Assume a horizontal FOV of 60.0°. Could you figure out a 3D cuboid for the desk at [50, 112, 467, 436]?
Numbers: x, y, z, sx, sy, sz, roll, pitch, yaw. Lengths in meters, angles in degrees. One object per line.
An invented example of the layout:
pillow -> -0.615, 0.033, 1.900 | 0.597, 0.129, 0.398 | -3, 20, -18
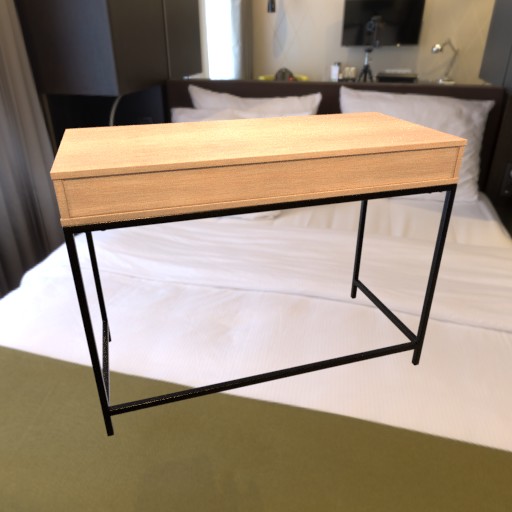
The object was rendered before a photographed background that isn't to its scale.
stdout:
desk -> 0.000, 0.000, 1.403 | 1.016, 0.762, 0.470 | -8, 28, -15
